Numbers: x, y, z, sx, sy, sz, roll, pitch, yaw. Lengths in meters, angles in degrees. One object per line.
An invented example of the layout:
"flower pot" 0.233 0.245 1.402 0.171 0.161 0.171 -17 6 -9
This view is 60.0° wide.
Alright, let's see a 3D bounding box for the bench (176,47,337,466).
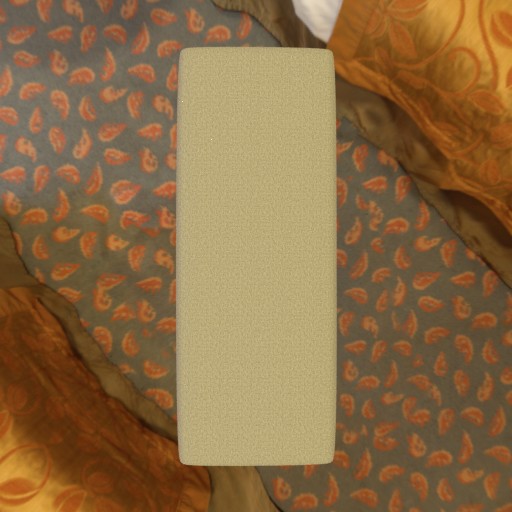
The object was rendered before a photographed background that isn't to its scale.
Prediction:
"bench" 0.000 0.000 1.851 0.631 0.383 1.598 0 90 -1
